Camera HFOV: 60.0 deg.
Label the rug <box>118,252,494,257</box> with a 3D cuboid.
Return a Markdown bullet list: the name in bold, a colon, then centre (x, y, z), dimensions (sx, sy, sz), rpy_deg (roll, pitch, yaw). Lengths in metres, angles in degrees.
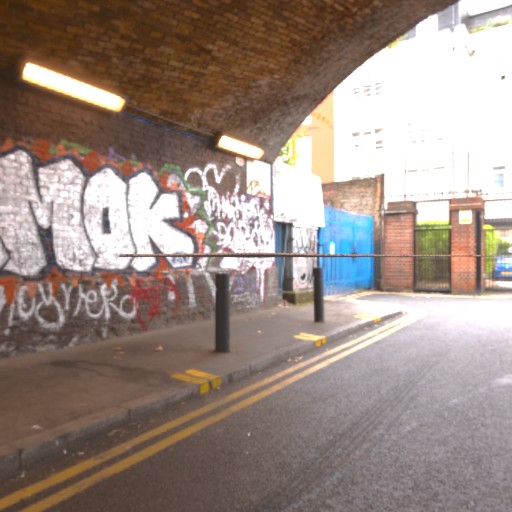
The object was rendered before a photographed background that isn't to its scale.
- **rug**: centre (0.000, 0.000, 4.085), dimensions (2.430, 0.030, 3.054), rpy_deg (0, 0, -18)
